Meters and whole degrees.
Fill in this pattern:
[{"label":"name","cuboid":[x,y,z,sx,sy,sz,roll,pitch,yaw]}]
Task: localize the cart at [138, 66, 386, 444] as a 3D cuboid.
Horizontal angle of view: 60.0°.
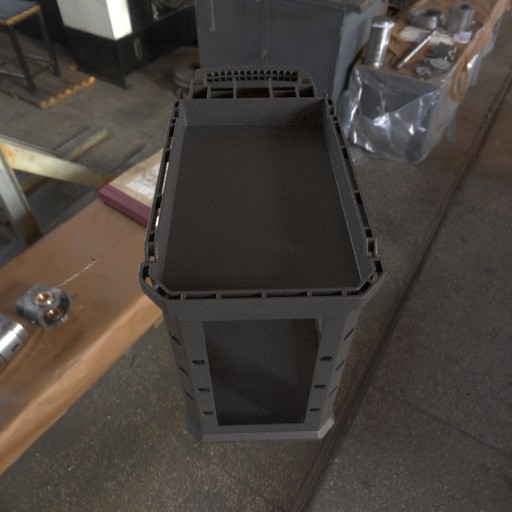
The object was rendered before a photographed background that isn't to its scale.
[{"label":"cart","cuboid":[0.000,0.000,1.520,0.497,0.884,1.061,-1,47,-1]}]
